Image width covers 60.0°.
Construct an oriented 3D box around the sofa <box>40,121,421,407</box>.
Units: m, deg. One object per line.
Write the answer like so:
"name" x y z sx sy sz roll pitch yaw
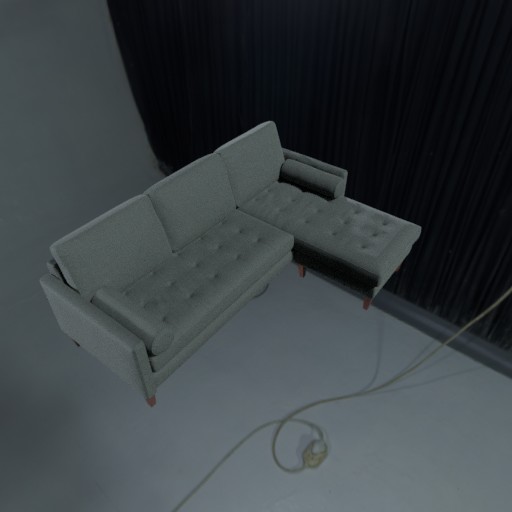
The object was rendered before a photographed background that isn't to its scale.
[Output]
"sofa" 0.000 0.000 2.958 1.506 0.876 2.178 27 48 27
